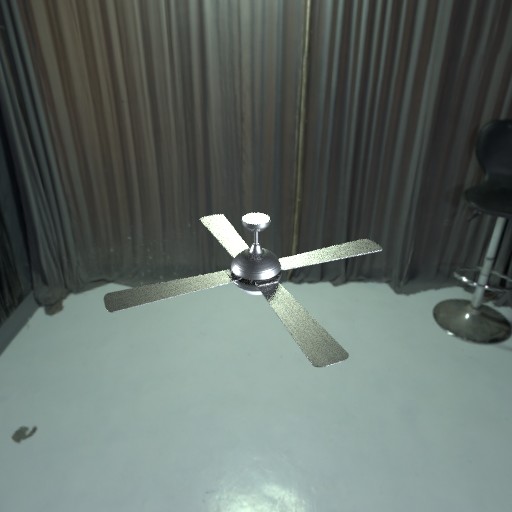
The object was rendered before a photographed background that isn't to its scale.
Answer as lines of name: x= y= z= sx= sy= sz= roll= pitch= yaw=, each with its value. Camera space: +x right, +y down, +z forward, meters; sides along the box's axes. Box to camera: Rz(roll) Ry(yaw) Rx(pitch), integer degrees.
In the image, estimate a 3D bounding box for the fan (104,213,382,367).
fan: x=0.000 y=0.000 z=2.059 sx=1.321 sy=0.381 sz=1.321 roll=-1 pitch=29 yaw=-2
